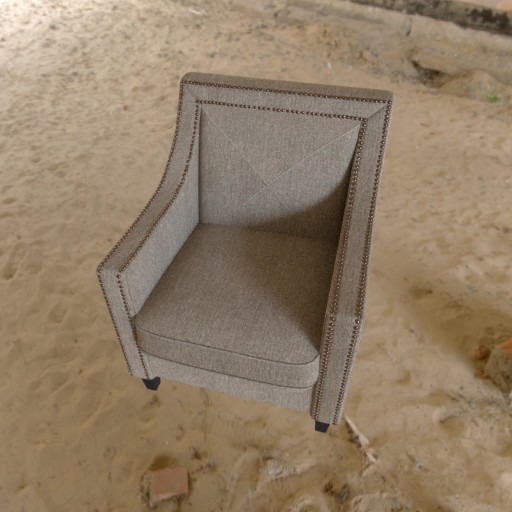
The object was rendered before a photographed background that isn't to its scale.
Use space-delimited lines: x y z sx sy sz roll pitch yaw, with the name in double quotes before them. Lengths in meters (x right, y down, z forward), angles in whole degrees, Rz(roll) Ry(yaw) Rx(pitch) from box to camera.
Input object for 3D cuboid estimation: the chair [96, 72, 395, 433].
"chair" 0.000 0.000 1.592 0.776 0.967 0.884 10 42 11
